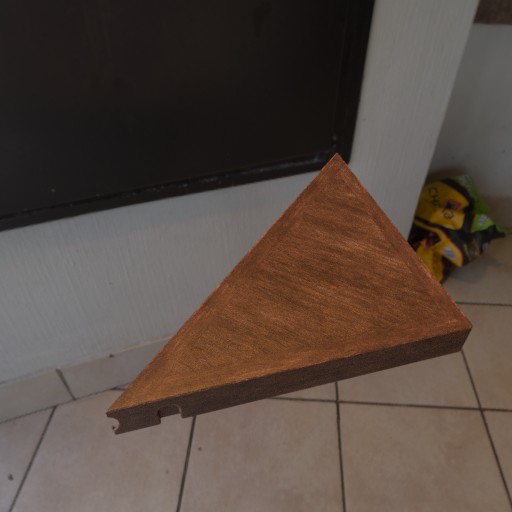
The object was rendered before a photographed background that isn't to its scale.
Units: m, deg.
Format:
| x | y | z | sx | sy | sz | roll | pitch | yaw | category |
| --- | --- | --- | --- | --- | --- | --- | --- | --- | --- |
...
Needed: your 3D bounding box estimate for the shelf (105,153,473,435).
| x | y | z | sx | sy | sz | roll | pitch | yaw | category |
| --- | --- | --- | --- | --- | --- | --- | --- | --- | --- |
| 0.000 | 0.000 | 0.455 | 0.296 | 0.035 | 0.296 | -10 | 43 | -11 | shelf |
